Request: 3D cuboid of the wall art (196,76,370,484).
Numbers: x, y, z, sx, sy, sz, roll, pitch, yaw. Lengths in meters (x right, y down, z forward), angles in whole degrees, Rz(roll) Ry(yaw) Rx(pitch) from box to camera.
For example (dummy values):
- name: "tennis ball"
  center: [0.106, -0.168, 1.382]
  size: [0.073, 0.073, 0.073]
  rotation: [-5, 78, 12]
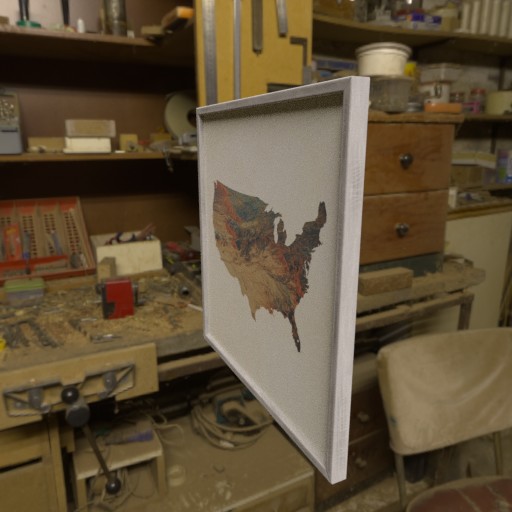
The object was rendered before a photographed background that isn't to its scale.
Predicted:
- name: "wall art"
  center: [0.000, 0.000, 0.448]
  size: [0.015, 0.303, 0.303]
  rotation: [-7, 16, -25]
